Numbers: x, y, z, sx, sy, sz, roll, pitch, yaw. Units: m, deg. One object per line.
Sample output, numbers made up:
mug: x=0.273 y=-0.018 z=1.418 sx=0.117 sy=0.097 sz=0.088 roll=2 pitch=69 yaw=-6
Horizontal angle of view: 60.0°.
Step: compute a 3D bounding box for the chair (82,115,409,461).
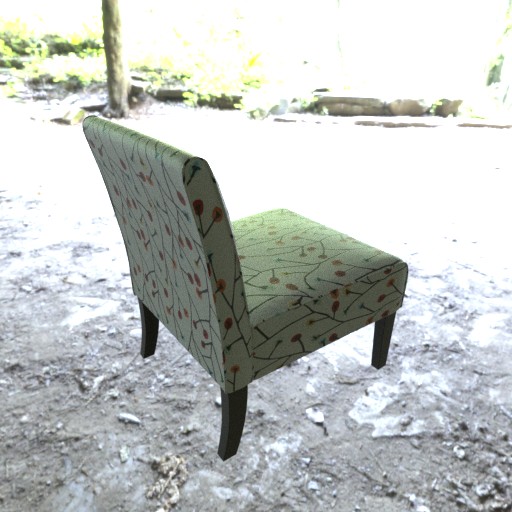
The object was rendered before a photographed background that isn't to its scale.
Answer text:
chair: x=0.000 y=0.000 z=1.336 sx=0.732 sy=0.813 sz=0.597 roll=-18 pitch=32 yaw=-32
